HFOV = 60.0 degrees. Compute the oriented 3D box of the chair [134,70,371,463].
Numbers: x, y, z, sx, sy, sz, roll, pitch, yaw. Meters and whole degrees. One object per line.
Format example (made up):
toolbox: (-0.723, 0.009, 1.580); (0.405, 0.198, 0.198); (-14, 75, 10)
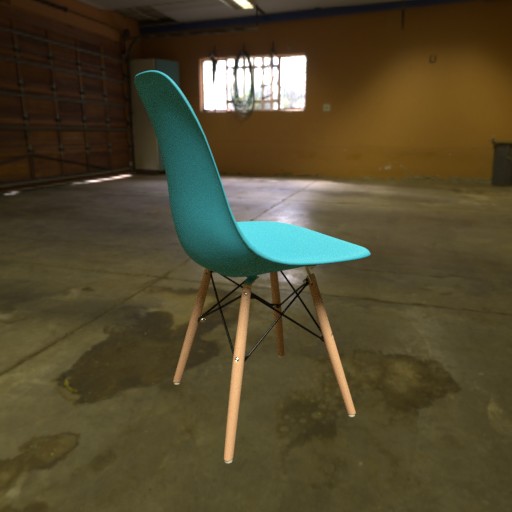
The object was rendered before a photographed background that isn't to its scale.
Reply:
chair: (0.000, 0.000, 1.117); (0.531, 0.826, 0.470); (-8, 17, -27)
